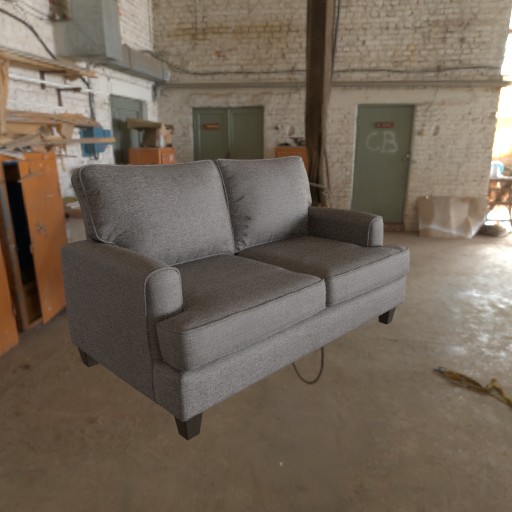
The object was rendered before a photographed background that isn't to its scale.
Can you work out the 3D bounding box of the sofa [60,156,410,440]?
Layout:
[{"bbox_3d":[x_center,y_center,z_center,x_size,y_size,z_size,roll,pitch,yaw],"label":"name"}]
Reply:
[{"bbox_3d":[0.000,0.000,2.292,0.965,0.965,1.651,14,21,43],"label":"sofa"}]
